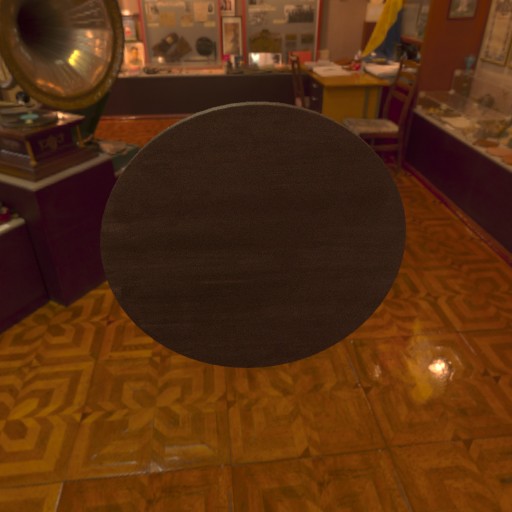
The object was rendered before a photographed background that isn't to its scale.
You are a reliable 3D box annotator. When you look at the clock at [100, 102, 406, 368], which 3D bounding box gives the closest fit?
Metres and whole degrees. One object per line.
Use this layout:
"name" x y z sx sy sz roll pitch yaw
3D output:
"clock" 0.000 0.000 0.887 0.595 0.595 0.029 -2 32 -4
